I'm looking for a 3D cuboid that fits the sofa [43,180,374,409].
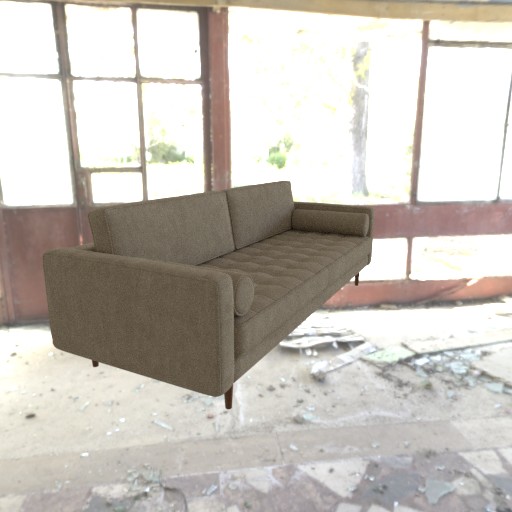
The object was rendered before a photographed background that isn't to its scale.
[{"bbox_3d":[0.000,0.000,2.647,0.919,0.770,2.200,7,15,27],"label":"sofa"}]
